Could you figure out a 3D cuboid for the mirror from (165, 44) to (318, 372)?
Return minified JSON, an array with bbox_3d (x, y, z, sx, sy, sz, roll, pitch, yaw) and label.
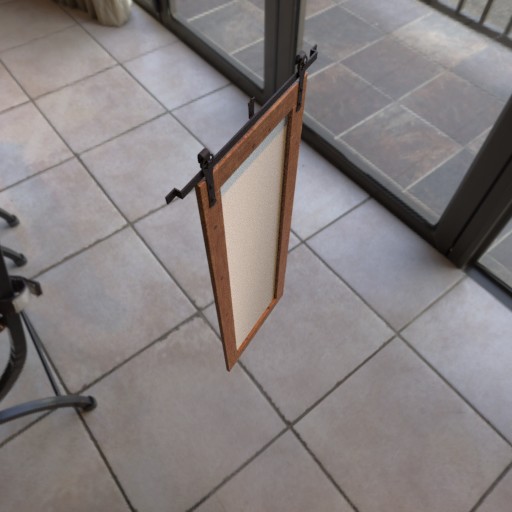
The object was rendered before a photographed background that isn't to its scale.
[{"bbox_3d":[0.000,0.000,2.098,0.042,1.793,0.847,29,62,17],"label":"mirror"}]
